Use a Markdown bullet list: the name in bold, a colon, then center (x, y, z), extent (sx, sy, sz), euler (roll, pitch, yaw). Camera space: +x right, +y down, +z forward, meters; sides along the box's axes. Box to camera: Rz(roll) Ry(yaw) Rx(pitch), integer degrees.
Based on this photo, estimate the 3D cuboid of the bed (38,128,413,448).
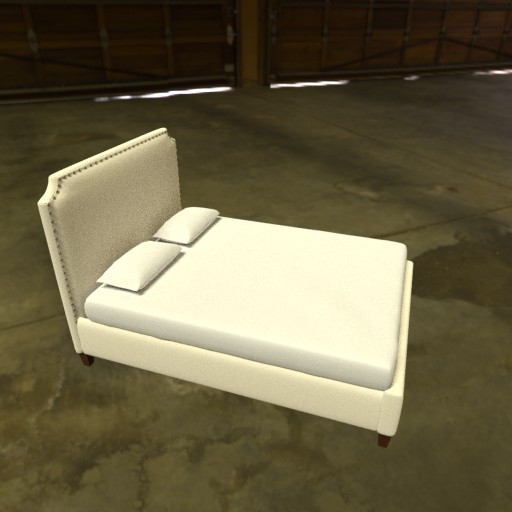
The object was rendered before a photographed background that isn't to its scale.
- **bed**: center (0.000, 0.000, 3.426), extent (2.372, 1.497, 1.712), euler (10, 30, 17)
